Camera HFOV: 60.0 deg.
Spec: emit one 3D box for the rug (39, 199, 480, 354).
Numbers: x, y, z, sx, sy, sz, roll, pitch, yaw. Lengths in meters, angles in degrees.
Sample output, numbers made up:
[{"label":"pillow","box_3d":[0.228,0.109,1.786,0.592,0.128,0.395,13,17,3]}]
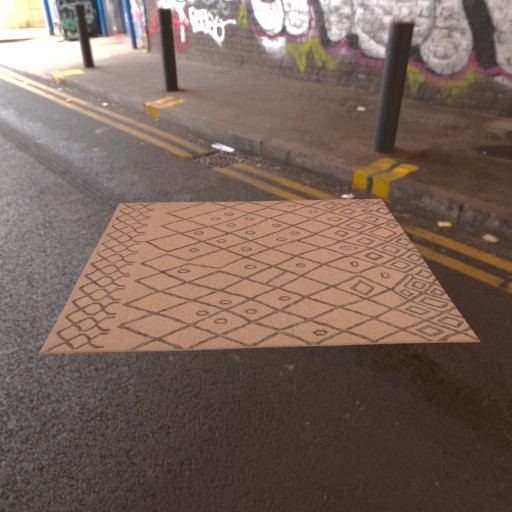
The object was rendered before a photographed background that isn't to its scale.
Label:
[{"label":"rug","box_3d":[0.000,0.000,4.093,3.046,0.015,2.446,-1,31,-2]}]
